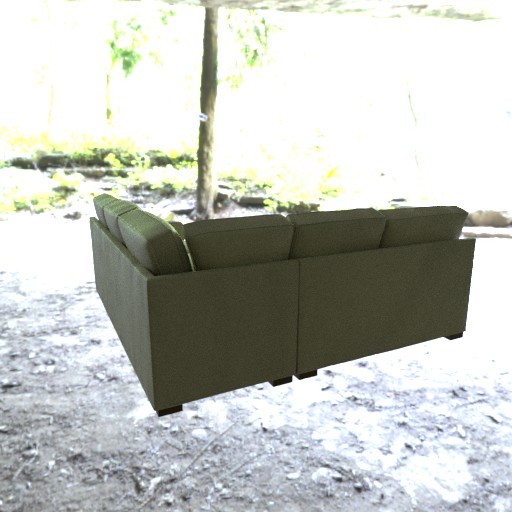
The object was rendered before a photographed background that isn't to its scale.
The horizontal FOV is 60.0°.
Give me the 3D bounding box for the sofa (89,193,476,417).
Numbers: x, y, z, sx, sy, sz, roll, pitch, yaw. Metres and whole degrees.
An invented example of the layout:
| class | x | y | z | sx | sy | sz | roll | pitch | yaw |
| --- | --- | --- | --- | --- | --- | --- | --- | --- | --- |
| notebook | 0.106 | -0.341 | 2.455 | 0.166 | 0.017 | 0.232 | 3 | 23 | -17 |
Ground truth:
| class | x | y | z | sx | sy | sz | roll | pitch | yaw |
| --- | --- | --- | --- | --- | --- | --- | --- | --- | --- |
| sofa | 0.000 | 0.000 | 3.445 | 2.182 | 0.939 | 2.189 | -7 | 15 | -26 |
